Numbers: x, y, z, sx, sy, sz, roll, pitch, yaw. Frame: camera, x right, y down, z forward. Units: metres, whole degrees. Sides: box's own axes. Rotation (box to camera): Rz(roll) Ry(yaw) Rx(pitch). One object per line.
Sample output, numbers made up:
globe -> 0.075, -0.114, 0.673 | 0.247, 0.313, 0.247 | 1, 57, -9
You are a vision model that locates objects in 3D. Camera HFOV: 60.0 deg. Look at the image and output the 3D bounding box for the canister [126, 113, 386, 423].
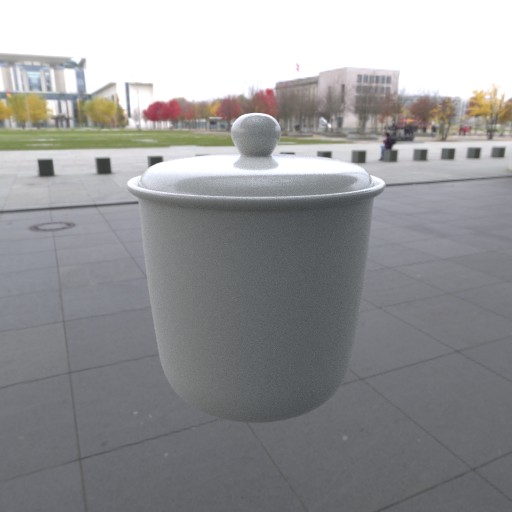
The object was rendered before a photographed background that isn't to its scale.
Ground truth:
canister -> 0.000, 0.000, 0.339 | 0.182, 0.208, 0.182 | 0, 17, 0
